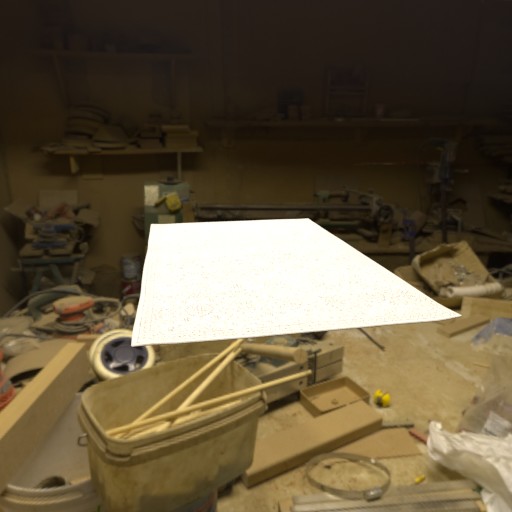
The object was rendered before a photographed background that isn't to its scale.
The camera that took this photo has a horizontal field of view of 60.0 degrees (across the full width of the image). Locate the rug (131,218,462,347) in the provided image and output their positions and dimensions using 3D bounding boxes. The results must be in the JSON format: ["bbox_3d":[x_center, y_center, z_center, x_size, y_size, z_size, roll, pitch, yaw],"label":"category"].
[{"bbox_3d":[0.000,0.000,3.096,1.518,0.023,2.434,-3,17,-10],"label":"rug"}]
